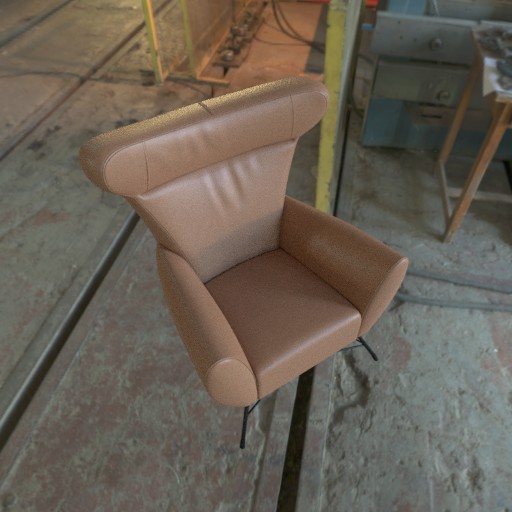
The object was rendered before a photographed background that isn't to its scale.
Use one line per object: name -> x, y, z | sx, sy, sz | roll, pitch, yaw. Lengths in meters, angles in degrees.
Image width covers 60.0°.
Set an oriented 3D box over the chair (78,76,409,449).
chair -> 0.000, 0.000, 1.786 | 0.980, 1.050, 0.900 | -25, 52, -22
